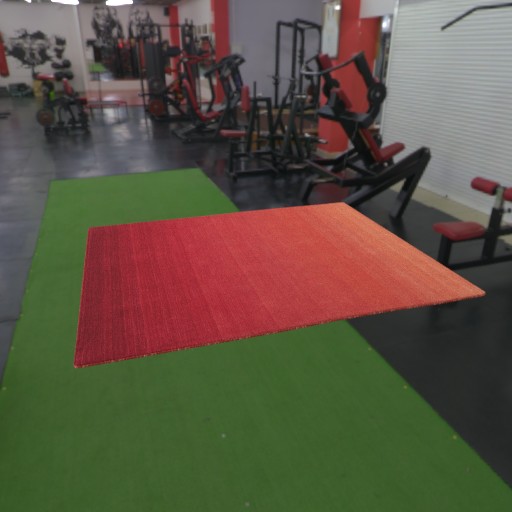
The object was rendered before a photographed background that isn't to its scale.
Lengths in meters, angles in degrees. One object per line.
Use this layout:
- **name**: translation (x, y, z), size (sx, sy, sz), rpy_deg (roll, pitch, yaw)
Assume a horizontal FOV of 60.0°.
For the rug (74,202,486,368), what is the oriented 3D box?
- **rug**: translation (0.000, 0.000, 3.941), size (2.905, 0.028, 2.340), rpy_deg (-7, 26, -15)
